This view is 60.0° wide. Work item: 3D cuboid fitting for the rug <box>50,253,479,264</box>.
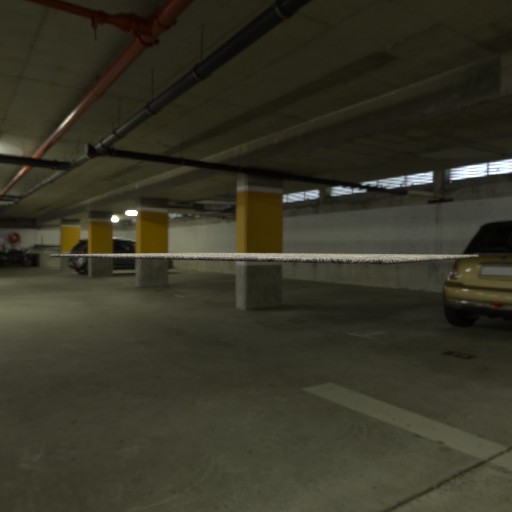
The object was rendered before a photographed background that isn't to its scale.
[{"bbox_3d":[0.000,0.000,2.829,2.298,0.017,1.501,1,1,38],"label":"rug"}]
